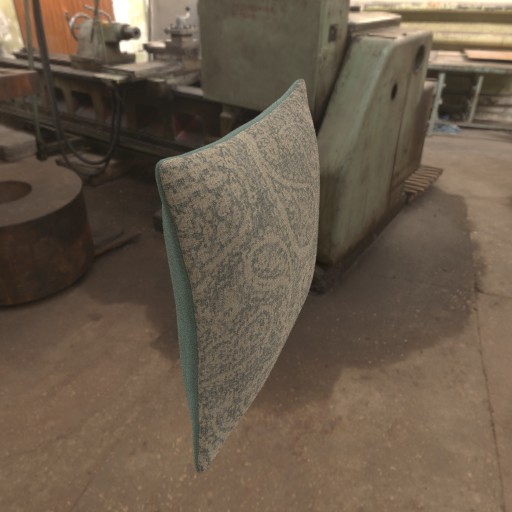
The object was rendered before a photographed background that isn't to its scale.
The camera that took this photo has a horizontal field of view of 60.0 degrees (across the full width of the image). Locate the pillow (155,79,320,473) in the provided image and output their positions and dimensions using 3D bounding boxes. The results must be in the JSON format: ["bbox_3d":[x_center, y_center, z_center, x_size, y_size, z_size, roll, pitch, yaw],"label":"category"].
[{"bbox_3d":[0.000,0.000,0.778,0.166,0.507,0.526,11,33,18],"label":"pillow"}]
